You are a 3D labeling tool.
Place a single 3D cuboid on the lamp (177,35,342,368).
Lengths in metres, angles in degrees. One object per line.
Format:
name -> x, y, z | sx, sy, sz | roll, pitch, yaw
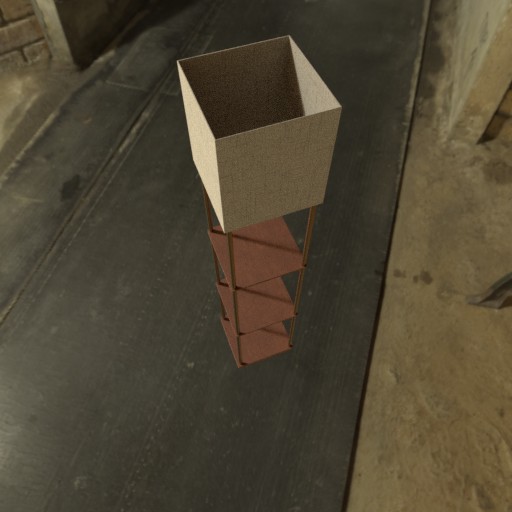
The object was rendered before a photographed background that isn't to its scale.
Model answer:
lamp -> 0.000, 0.000, 1.735 | 0.310, 1.569, 0.308 | -18, 59, -11
